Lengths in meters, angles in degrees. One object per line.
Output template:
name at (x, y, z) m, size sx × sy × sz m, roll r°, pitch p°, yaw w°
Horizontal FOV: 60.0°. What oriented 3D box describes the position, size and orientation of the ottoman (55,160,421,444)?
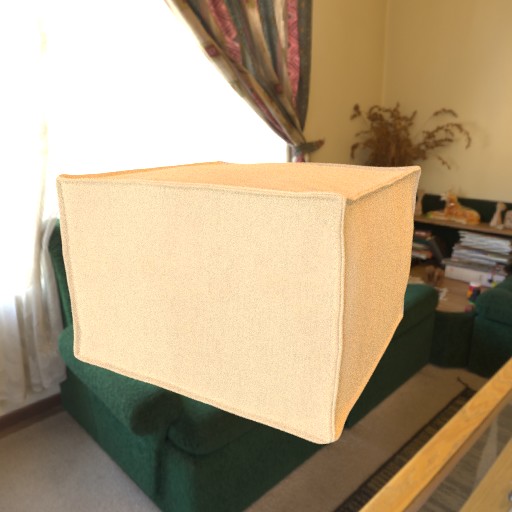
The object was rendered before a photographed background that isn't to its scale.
ottoman at (0.000, 0.000, 1.157) m, size 0.707 × 0.470 × 0.696 m, roll 9°, pitch 18°, yaw 28°
